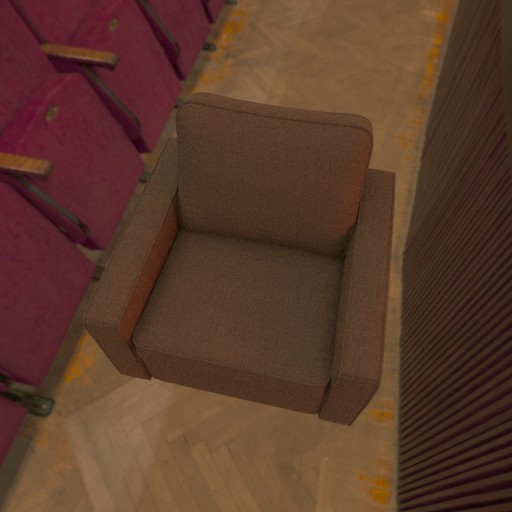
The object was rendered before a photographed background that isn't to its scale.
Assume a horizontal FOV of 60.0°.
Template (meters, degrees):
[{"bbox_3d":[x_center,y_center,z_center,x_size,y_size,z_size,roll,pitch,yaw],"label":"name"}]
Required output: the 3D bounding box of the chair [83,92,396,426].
[{"bbox_3d":[0.000,0.000,1.737,1.017,0.919,0.940,11,57,7],"label":"chair"}]
